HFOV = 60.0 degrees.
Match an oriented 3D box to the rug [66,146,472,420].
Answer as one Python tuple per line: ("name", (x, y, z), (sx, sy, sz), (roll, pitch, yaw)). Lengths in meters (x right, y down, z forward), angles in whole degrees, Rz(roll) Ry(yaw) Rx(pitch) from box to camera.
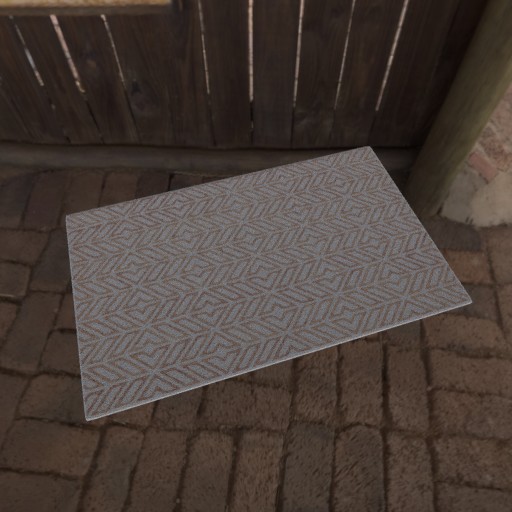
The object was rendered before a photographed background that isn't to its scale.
("rug", (0.000, 0.000, 3.039), (2.438, 0.008, 1.523), (-15, 57, -10))
